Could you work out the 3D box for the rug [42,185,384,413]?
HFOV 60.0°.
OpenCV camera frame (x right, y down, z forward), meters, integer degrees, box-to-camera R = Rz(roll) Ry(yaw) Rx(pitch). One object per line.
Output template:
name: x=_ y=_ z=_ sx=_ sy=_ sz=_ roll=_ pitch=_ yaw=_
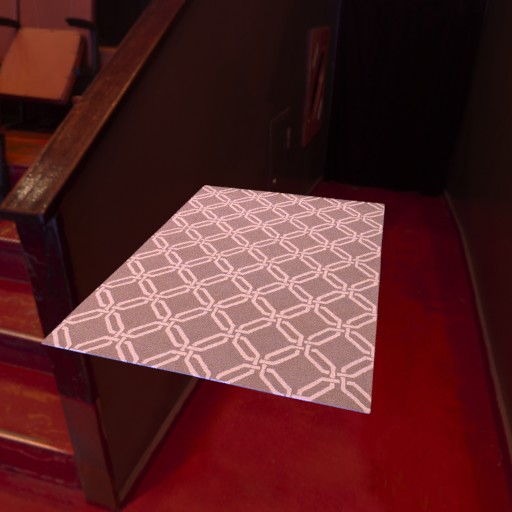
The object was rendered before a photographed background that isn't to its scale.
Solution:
rug: x=0.000 y=0.000 z=4.485 sx=2.441 sy=0.020 sz=3.419 roll=8 pitch=31 yaw=13
